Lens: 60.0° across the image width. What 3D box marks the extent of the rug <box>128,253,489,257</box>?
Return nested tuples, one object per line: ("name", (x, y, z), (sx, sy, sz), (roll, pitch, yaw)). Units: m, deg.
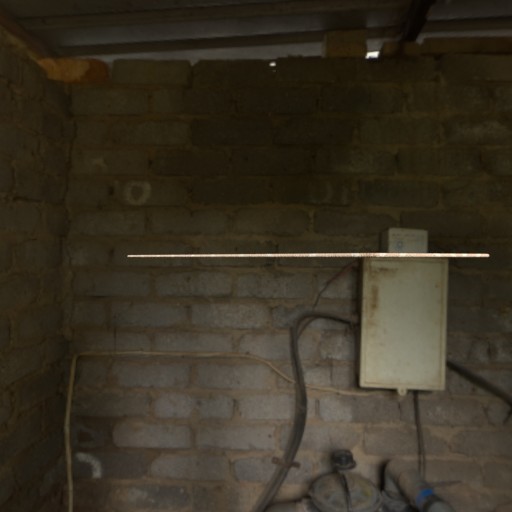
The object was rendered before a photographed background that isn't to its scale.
("rug", (0.000, 0.000, 2.525), (0.691, 0.013, 2.289), (0, 0, -35))
